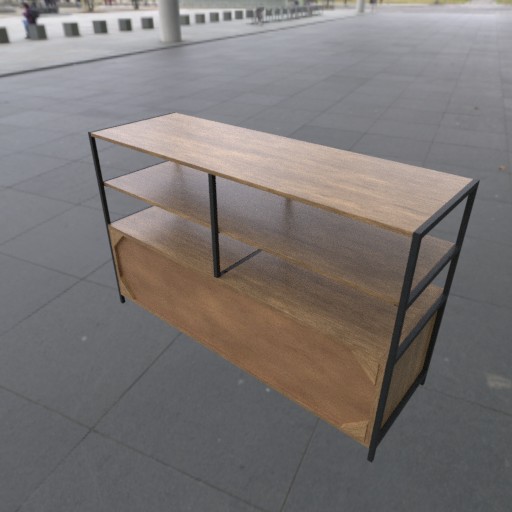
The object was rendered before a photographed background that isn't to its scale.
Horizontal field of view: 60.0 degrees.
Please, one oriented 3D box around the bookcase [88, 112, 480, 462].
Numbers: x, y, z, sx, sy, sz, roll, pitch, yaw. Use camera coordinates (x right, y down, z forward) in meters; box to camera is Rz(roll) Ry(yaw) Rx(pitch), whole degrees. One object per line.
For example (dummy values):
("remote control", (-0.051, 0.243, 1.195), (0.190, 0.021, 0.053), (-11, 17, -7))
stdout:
("bookcase", (0.000, 0.000, 1.481), (1.149, 0.712, 0.391), (23, 38, 33))
